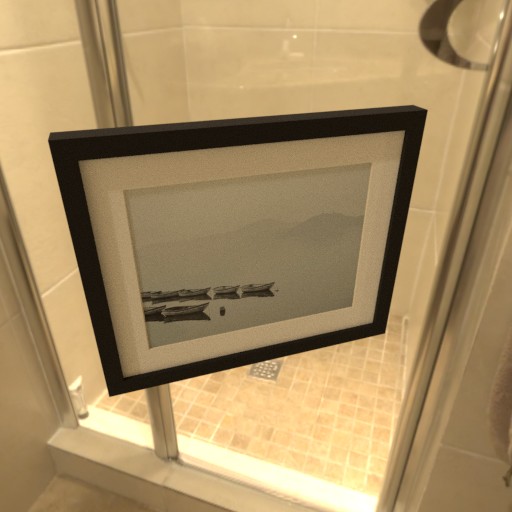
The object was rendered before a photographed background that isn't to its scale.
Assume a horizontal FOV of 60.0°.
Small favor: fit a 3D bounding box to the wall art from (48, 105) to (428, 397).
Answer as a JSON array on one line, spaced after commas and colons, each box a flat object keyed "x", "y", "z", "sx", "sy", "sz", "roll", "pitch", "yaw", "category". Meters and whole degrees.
[{"x": 0.000, "y": 0.000, "z": 0.539, "sx": 0.397, "sy": 0.325, "sz": 0.028, "roll": -9, "pitch": 32, "yaw": -15, "category": "wall art"}]
